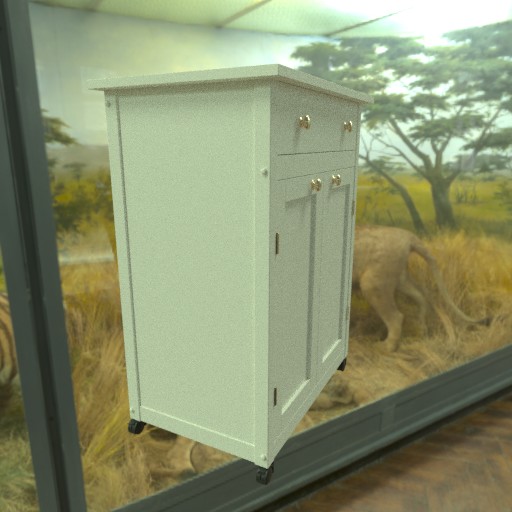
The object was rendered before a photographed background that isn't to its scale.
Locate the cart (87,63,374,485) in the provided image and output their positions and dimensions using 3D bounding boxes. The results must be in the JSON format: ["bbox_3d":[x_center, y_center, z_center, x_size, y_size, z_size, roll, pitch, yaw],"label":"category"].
[{"bbox_3d":[0.000,0.000,1.228,0.442,0.864,0.683,8,16,27],"label":"cart"}]
